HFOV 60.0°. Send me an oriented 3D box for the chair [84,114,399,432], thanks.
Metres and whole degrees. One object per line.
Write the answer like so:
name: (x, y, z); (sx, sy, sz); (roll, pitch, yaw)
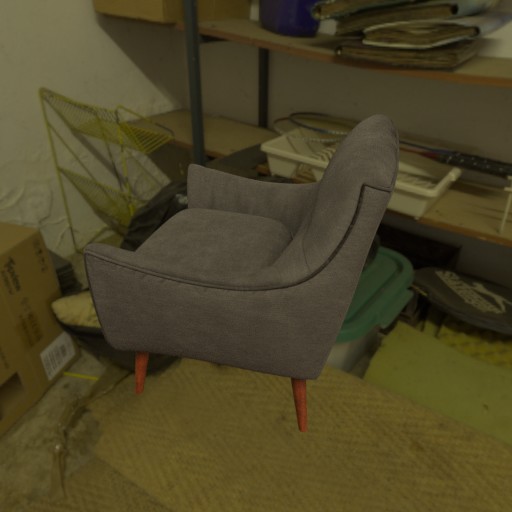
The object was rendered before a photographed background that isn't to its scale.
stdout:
chair: (0.000, 0.000, 1.454); (0.787, 0.838, 0.762); (8, 31, 13)
